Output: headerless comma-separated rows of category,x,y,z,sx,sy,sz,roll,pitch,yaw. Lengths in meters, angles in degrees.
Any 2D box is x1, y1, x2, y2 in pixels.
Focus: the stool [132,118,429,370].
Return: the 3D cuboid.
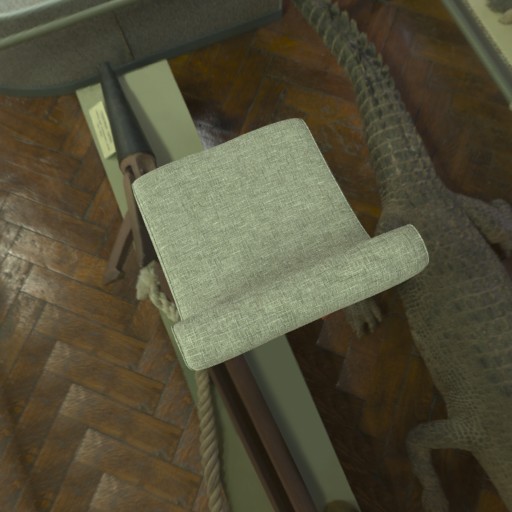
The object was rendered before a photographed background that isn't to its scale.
stool,0.000,0.000,1.112,0.417,0.835,0.459,-23,76,-6
